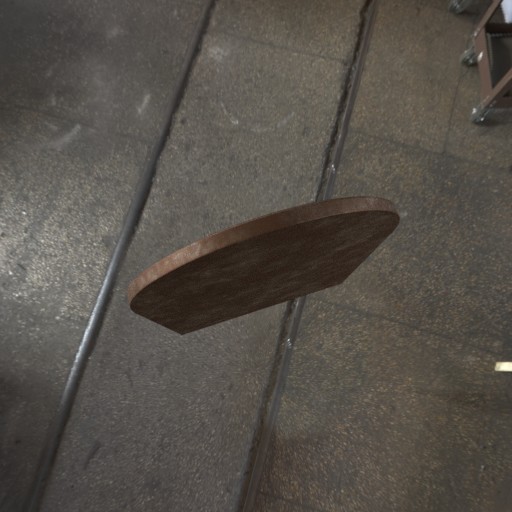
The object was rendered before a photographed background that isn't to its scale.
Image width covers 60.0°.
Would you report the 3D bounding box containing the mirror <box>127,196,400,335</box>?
[{"bbox_3d":[0.000,0.000,0.974,0.510,0.770,0.137,-17,76,-4],"label":"mirror"}]
